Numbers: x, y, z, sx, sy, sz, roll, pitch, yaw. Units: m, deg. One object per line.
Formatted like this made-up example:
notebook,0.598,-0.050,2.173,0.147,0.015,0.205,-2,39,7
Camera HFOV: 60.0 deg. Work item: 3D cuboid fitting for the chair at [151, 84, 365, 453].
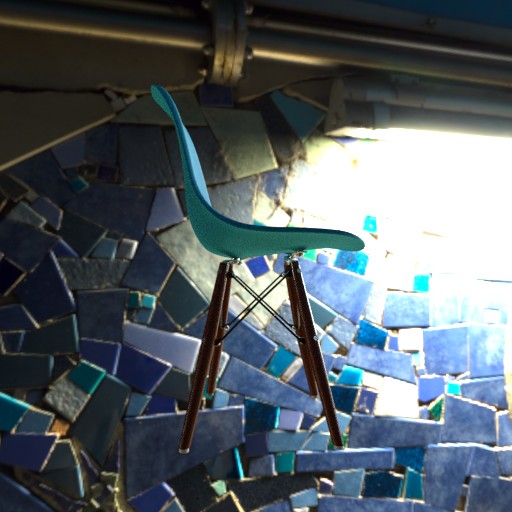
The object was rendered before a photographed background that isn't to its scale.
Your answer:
chair,0.000,0.000,1.138,0.533,0.826,0.470,0,-2,0
